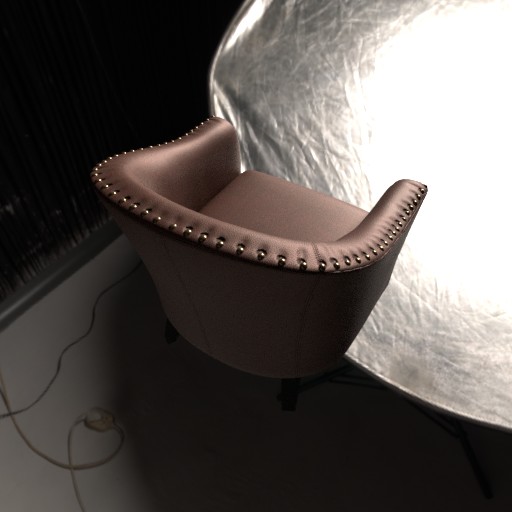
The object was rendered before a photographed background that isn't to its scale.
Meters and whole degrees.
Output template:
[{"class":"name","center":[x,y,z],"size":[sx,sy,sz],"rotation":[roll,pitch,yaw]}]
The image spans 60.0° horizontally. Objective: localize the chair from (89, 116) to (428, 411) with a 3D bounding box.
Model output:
[{"class":"chair","center":[0.000,0.000,1.401],"size":[0.794,0.823,0.748],"rotation":[24,51,21]}]
